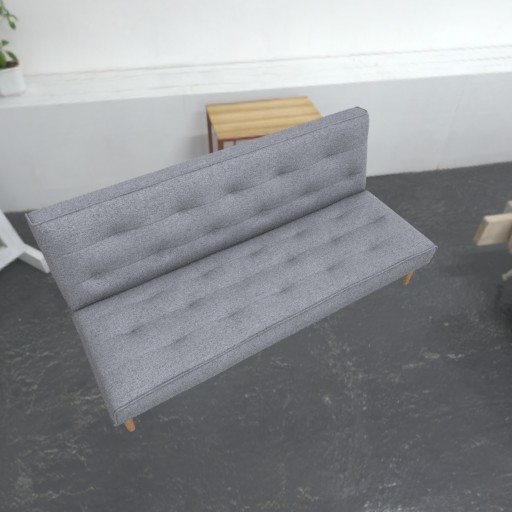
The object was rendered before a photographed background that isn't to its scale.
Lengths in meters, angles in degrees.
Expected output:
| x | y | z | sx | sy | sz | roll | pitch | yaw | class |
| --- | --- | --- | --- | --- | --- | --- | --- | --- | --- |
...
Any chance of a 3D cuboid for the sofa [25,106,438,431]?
| x | y | z | sx | sy | sz | roll | pitch | yaw | class |
| --- | --- | --- | --- | --- | --- | --- | --- | --- | --- |
| 0.000 | 0.000 | 2.237 | 1.820 | 0.830 | 0.810 | -23 | 51 | -21 | sofa |
